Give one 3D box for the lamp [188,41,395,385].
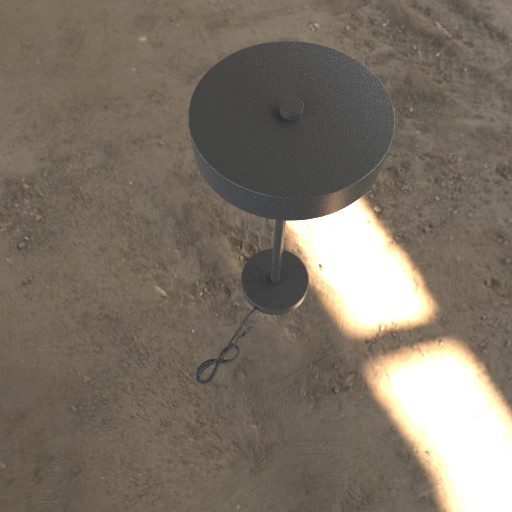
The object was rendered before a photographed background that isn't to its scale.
[{"bbox_3d":[0.000,0.000,0.685,0.229,0.508,0.369,31,68,14],"label":"lamp"}]
